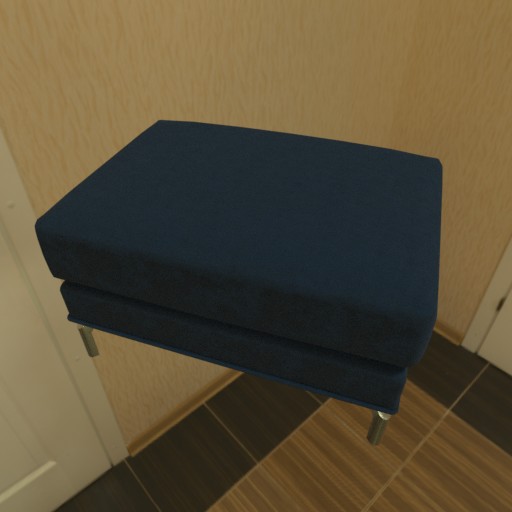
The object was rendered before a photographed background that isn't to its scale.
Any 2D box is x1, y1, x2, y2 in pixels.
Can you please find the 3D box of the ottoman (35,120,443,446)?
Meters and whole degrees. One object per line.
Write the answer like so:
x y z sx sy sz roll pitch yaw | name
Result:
0.000 0.000 1.167 0.835 0.498 0.587 12 42 14 | ottoman
